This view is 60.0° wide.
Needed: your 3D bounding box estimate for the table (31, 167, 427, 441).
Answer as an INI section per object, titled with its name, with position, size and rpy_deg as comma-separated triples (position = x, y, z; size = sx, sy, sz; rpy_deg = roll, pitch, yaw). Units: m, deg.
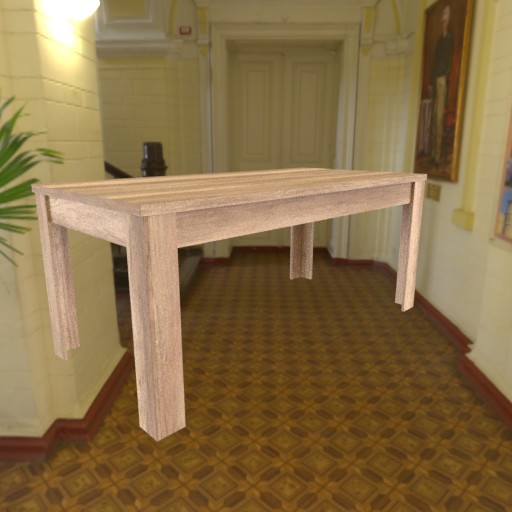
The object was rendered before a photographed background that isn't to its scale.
[table]
position = 0.000, 0.000, 2.285
size = 1.800, 0.790, 0.900
rpy_deg = -14, 20, -43
